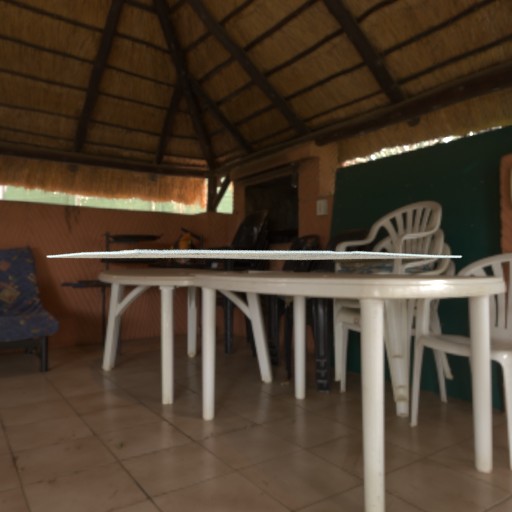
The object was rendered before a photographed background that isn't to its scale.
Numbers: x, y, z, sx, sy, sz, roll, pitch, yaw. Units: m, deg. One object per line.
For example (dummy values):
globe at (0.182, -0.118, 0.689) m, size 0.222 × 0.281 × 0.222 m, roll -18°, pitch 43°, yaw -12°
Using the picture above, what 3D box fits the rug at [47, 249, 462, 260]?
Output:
rug at (0.000, 0.000, 2.993) m, size 2.306 × 0.030 × 1.613 m, roll 1°, pitch -1°, yaw -36°
